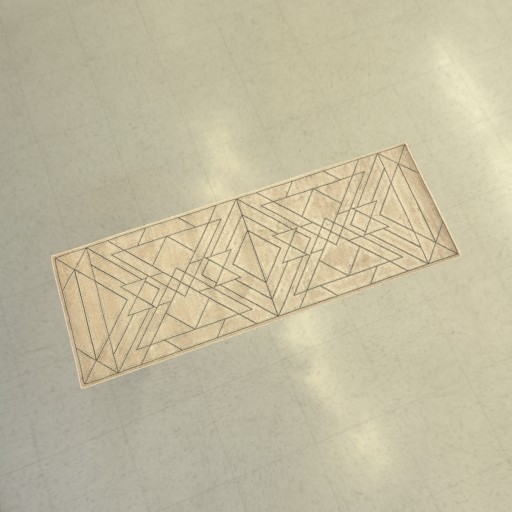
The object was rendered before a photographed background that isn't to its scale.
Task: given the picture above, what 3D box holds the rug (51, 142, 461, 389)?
[{"bbox_3d":[0.000,0.000,2.710,2.381,0.036,0.831,-19,75,-5],"label":"rug"}]
